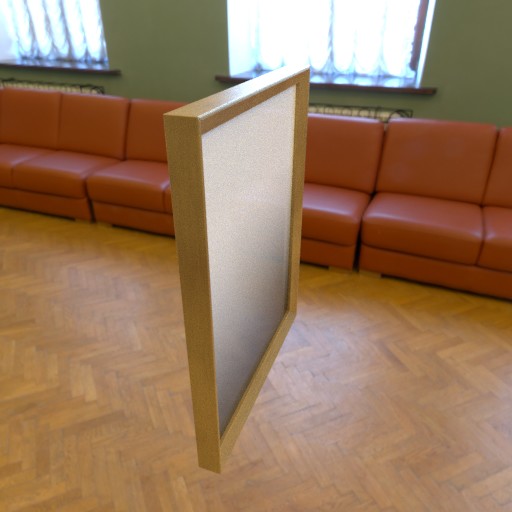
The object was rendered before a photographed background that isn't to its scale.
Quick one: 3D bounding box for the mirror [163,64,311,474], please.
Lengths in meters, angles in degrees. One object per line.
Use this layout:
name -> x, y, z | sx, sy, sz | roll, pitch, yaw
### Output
mirror -> 0.000, 0.000, 0.691 | 0.041, 0.509, 0.406 | 10, 31, 18
